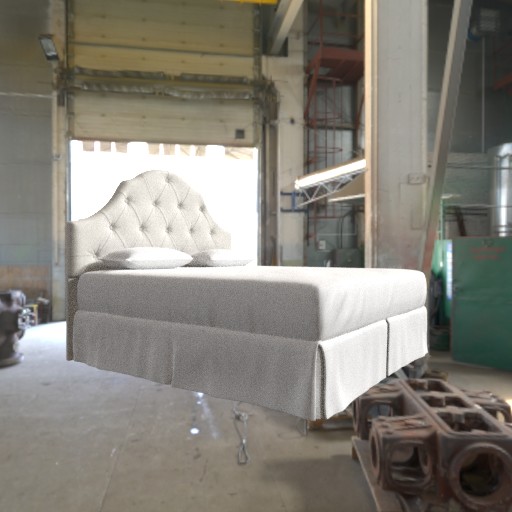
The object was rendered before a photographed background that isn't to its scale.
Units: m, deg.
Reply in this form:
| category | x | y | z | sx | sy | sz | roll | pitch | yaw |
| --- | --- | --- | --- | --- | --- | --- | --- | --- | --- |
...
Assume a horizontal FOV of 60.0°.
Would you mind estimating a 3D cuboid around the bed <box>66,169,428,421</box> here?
| category | x | y | z | sx | sy | sz | roll | pitch | yaw |
| --- | --- | --- | --- | --- | --- | --- | --- | --- | --- |
| bed | 0.000 | 0.000 | 3.562 | 2.214 | 1.615 | 2.008 | 0 | 0 | 36 |
